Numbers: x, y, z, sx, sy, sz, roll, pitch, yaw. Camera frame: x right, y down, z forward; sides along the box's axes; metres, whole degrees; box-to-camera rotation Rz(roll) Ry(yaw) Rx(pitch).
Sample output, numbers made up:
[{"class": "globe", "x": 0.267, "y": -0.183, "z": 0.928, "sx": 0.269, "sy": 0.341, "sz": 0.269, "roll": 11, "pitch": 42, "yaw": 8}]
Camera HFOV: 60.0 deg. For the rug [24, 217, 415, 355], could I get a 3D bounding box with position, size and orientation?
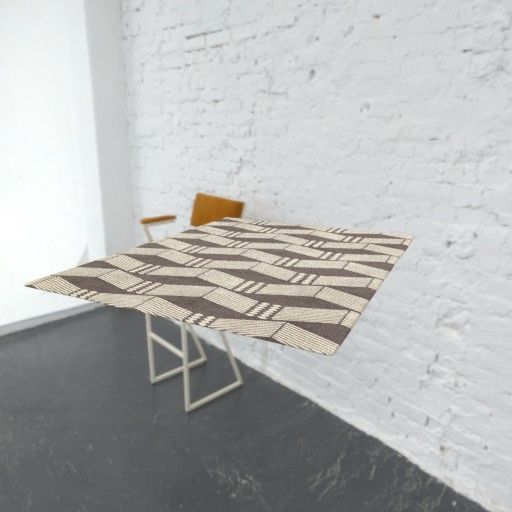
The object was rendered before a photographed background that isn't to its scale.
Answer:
[{"class": "rug", "x": 0.000, "y": 0.000, "z": 4.137, "sx": 2.438, "sy": 0.016, "sz": 3.048, "roll": 8, "pitch": 18, "yaw": 26}]
